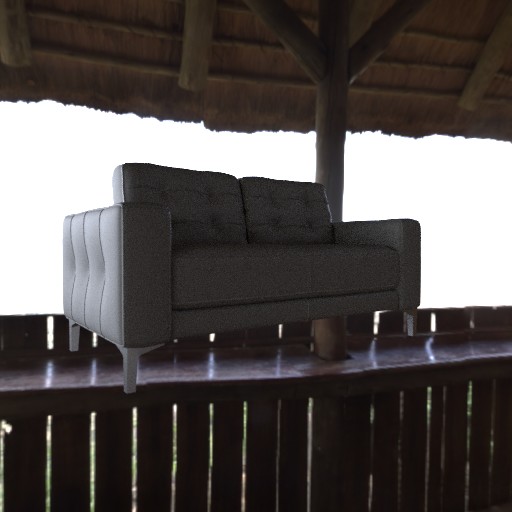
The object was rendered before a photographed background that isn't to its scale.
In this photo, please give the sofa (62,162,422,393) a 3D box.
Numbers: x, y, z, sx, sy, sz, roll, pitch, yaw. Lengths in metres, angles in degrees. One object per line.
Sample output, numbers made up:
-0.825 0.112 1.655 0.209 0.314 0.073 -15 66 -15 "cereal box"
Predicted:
0.000 0.000 2.282 1.726 0.892 0.833 -1 2 -36 "sofa"
